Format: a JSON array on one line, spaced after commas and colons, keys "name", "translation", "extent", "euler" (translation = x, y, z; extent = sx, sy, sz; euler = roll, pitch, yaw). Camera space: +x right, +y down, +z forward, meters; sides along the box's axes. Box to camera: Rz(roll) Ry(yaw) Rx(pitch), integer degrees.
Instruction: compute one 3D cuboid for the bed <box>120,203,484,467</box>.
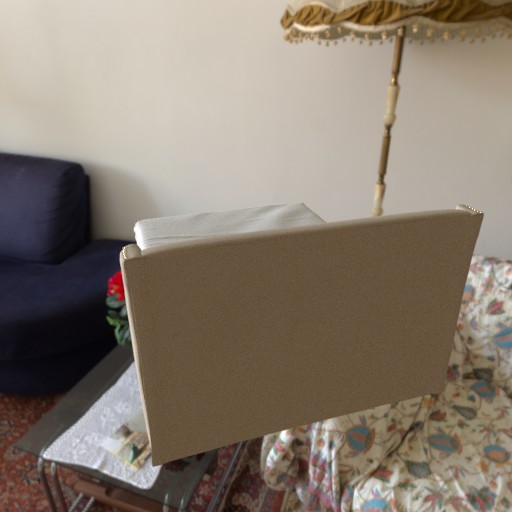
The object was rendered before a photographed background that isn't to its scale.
[{"name": "bed", "translation": [0.000, 0.000, 3.383], "extent": [1.925, 1.332, 2.276], "euler": [-8, 27, -16]}]
